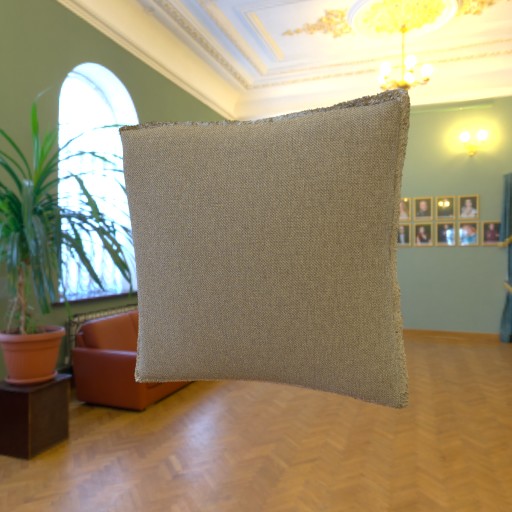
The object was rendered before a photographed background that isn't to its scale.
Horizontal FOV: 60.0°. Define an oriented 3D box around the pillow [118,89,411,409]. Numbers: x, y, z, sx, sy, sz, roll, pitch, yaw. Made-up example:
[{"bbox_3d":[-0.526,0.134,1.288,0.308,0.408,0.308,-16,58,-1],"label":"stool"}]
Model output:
[{"bbox_3d":[0.000,0.000,0.807,0.529,0.515,0.218,0,0,18],"label":"pillow"}]
